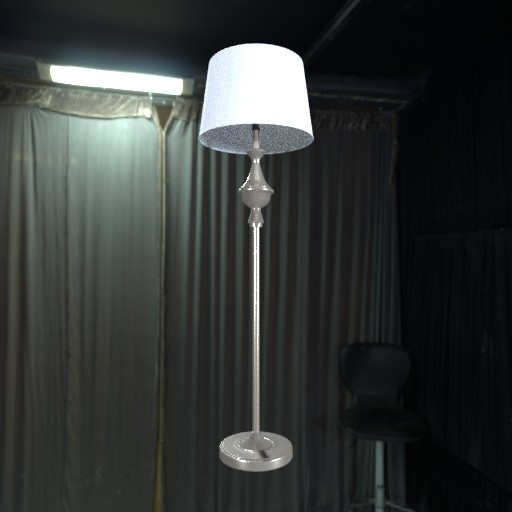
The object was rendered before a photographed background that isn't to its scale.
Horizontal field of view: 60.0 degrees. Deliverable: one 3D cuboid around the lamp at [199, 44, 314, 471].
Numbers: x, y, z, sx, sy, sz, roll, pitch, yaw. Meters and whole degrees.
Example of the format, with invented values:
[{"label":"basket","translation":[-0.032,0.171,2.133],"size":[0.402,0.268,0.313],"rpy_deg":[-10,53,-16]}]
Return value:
[{"label":"lamp","translation":[0.000,0.000,1.670],"size":[0.431,1.488,0.431],"rpy_deg":[0,0,0]}]
